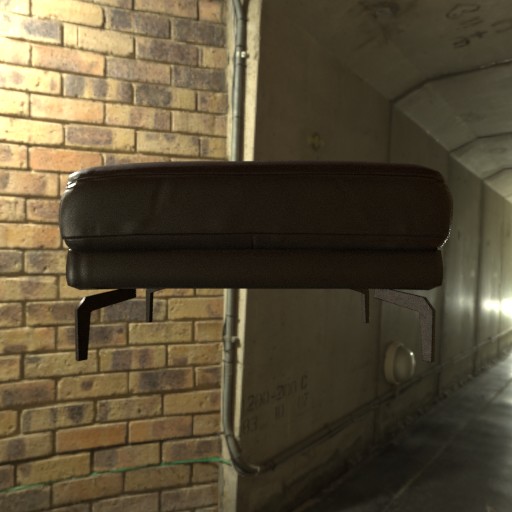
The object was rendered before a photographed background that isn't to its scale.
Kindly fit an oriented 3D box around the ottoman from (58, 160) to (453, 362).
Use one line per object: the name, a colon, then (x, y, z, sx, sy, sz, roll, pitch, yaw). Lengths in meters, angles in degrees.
ottoman: (0.000, 0.000, 1.092, 0.764, 0.402, 0.570, 0, 0, 1)
